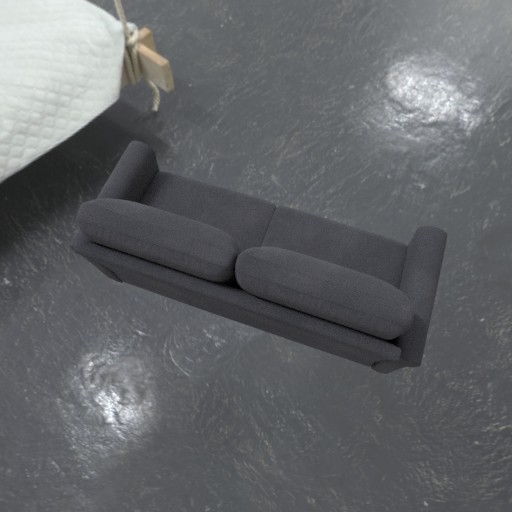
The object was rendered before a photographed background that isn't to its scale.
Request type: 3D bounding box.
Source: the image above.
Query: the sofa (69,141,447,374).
[{"bbox_3d":[0.000,0.000,2.506,1.935,0.942,0.842,18,64,9],"label":"sofa"}]
